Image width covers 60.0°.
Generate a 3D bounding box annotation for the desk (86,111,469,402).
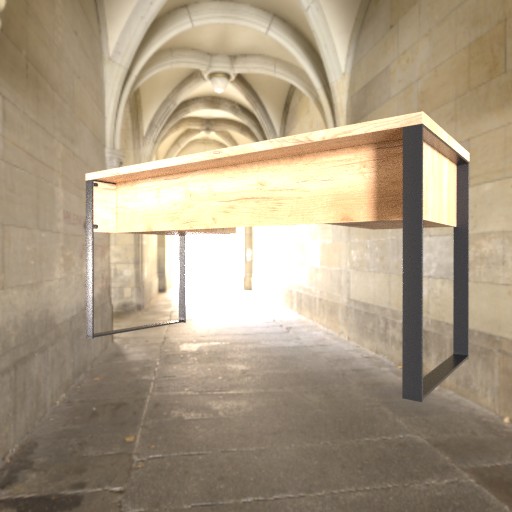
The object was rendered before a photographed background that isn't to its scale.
[{"bbox_3d":[0.000,0.000,1.850,1.520,0.760,0.600,0,0,36],"label":"desk"}]
